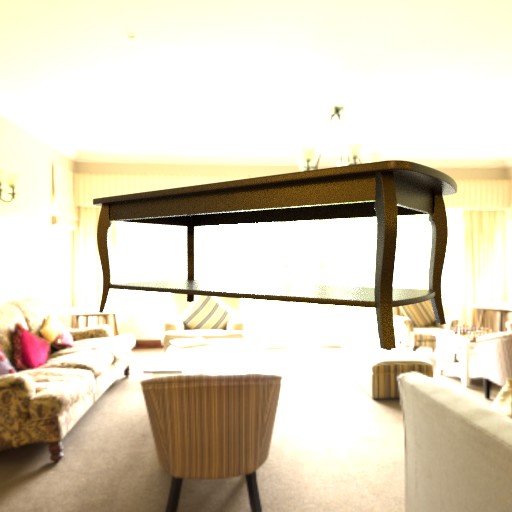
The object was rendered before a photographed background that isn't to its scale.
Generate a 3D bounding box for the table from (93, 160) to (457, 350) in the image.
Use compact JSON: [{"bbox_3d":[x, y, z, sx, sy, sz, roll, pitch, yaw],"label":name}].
[{"bbox_3d":[0.000,0.000,1.635,1.333,0.457,0.571,0,0,37],"label":"table"}]
